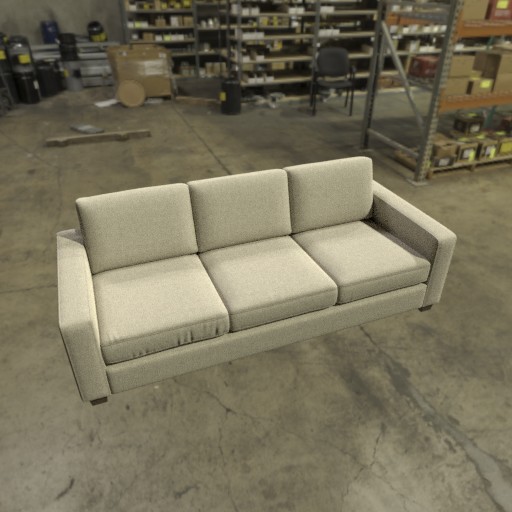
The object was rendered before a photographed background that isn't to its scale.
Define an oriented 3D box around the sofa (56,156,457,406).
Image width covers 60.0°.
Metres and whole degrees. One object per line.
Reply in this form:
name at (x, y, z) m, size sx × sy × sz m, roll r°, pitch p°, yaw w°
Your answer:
sofa at (0.000, 0.000, 2.639) m, size 2.160 × 0.800 × 0.900 m, roll -12°, pitch 35°, yaw -18°
